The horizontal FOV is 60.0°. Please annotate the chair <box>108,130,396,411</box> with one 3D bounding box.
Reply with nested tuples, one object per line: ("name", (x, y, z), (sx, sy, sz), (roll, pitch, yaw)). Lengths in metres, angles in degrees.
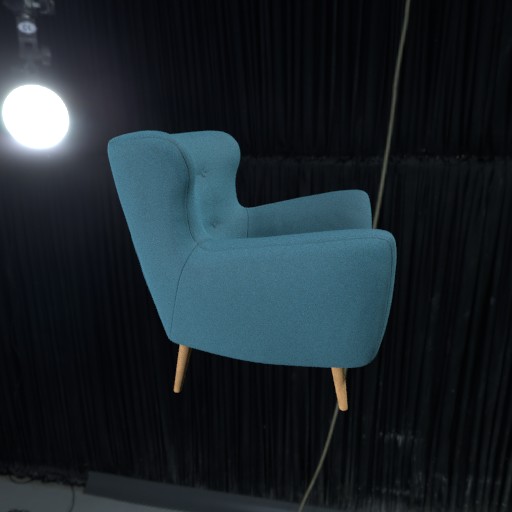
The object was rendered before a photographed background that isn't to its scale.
("chair", (0.000, 0.000, 1.636), (0.889, 0.889, 0.890), (2, 16, 9))
